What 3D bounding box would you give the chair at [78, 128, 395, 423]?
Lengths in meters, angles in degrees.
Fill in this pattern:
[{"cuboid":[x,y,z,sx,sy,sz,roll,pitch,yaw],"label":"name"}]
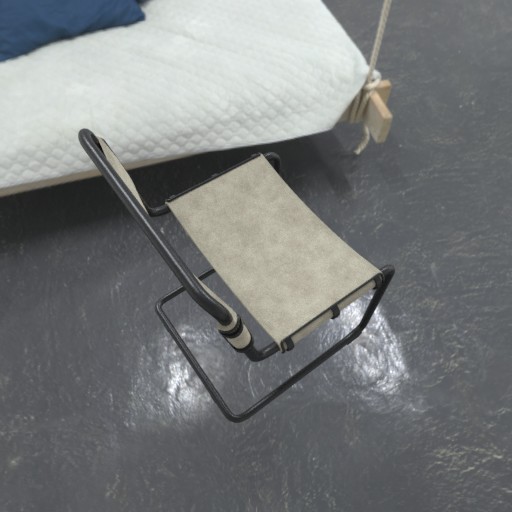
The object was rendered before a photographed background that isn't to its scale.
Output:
[{"cuboid":[0.000,0.000,1.088,0.497,0.747,0.499,-32,63,-18],"label":"chair"}]
